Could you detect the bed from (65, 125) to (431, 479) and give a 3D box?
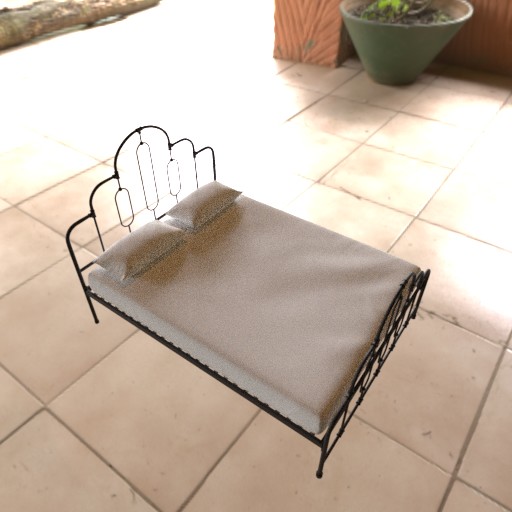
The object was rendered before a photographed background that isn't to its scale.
[{"bbox_3d":[0.000,0.000,3.258,2.163,1.429,1.640,25,47,26],"label":"bed"}]
